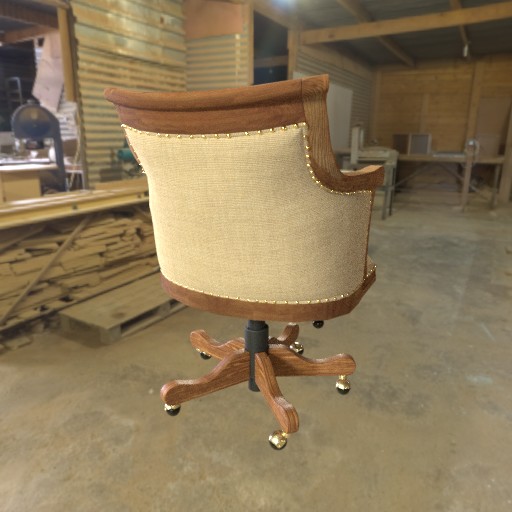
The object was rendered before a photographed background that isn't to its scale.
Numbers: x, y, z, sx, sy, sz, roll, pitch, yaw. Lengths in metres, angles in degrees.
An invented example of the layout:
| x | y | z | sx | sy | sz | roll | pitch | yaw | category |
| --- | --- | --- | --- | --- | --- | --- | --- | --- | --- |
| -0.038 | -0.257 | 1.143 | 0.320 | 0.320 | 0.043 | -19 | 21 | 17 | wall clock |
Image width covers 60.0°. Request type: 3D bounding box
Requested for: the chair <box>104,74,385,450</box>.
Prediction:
| x | y | z | sx | sy | sz | roll | pitch | yaw | category |
| --- | --- | --- | --- | --- | --- | --- | --- | --- | --- |
| 0.000 | 0.000 | 1.371 | 0.656 | 0.965 | 0.689 | 8 | 18 | 27 | chair |
